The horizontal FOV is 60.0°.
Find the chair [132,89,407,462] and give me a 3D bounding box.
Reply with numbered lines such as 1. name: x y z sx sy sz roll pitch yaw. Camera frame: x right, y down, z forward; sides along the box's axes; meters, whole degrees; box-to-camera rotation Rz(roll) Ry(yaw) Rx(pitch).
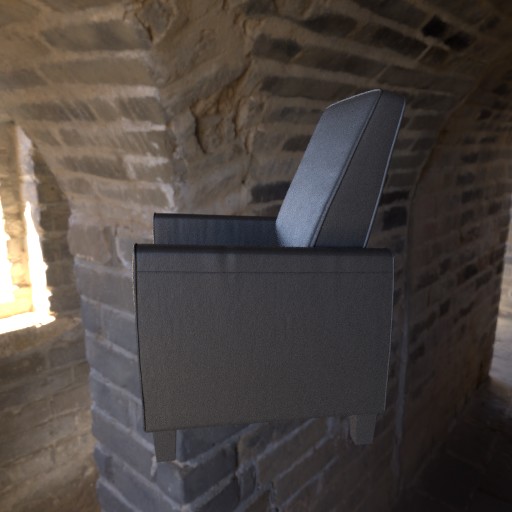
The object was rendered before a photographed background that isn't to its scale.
1. chair: 0.000 0.000 1.473 0.746 1.013 0.705 -2 13 -8
